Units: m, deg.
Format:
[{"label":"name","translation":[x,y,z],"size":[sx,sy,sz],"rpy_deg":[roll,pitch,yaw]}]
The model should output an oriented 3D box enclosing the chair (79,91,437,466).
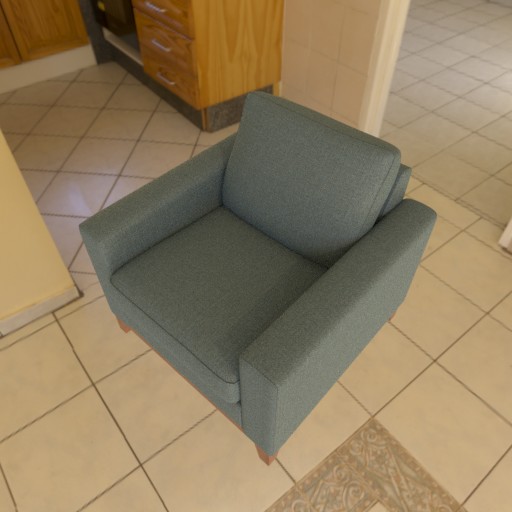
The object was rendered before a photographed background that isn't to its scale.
[{"label":"chair","translation":[0.000,0.000,1.862],"size":[1.024,1.010,1.038],"rpy_deg":[33,55,27]}]
